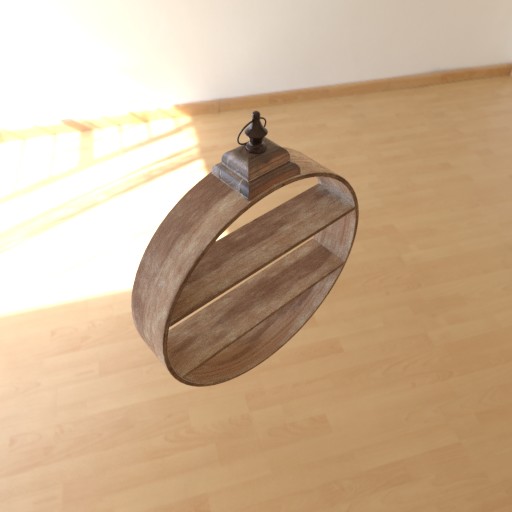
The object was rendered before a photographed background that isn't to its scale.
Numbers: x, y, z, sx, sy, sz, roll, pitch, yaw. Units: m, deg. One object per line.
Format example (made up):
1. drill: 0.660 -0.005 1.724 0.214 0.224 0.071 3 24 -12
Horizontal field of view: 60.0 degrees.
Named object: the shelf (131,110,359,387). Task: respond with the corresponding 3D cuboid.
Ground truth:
1. shelf: 0.000 0.000 1.036 0.601 0.725 0.125 -32 53 -27
